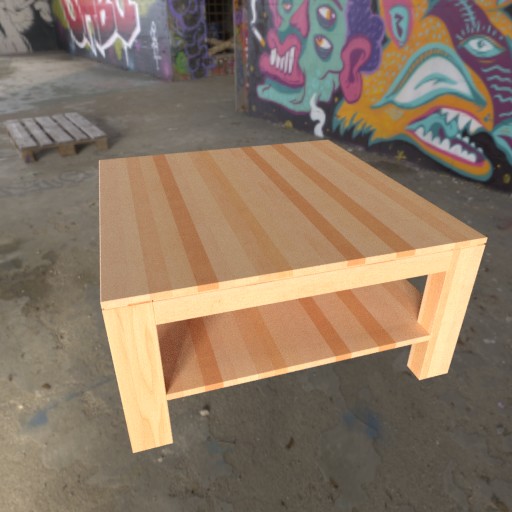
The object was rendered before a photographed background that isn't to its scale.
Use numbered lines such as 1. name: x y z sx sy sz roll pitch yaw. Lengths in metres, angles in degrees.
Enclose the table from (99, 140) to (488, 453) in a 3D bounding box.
1. table: 0.000 0.000 1.445 0.900 0.450 0.900 -9 31 -15
